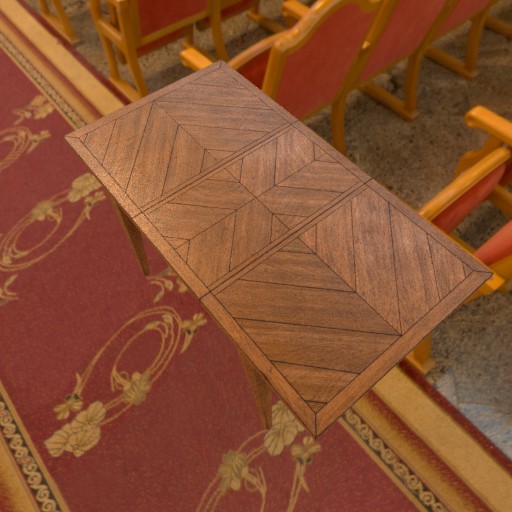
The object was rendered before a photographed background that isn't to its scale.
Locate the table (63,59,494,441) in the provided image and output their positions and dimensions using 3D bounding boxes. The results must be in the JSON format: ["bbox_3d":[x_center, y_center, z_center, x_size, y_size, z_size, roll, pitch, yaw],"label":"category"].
[{"bbox_3d":[0.000,0.000,1.852,0.757,0.760,1.400,-35,64,-20],"label":"table"}]
